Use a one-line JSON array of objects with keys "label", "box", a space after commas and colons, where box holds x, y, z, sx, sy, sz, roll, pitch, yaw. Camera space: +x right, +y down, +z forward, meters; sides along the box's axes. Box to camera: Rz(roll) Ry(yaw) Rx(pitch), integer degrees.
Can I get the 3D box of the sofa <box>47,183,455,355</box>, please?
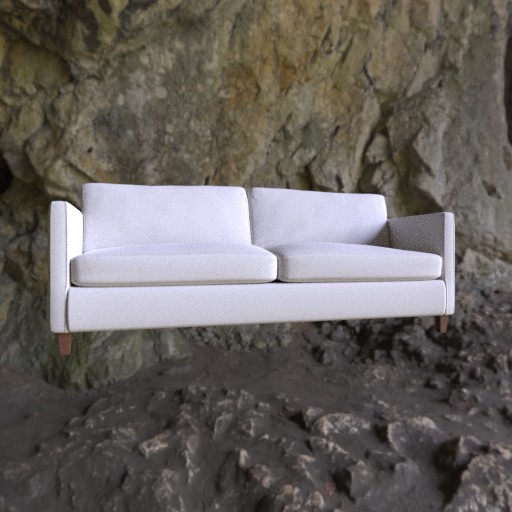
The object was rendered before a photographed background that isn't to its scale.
[{"label": "sofa", "box": [0.000, 0.000, 2.884, 2.361, 0.962, 0.951, 0, 1, -16]}]
